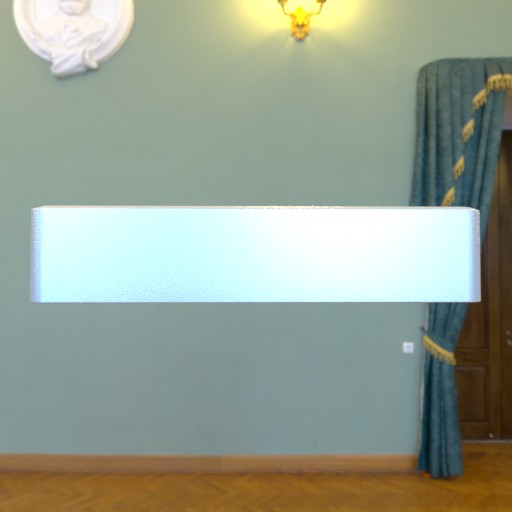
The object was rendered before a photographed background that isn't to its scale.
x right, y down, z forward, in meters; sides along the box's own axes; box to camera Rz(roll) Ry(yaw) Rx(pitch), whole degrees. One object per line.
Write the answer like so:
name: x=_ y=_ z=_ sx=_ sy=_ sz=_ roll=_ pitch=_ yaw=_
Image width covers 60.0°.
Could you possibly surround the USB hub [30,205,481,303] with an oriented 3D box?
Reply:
USB hub: x=0.000 y=0.000 z=0.127 sx=0.110 sy=0.023 sz=0.044 roll=0 pitch=-1 yaw=-1
